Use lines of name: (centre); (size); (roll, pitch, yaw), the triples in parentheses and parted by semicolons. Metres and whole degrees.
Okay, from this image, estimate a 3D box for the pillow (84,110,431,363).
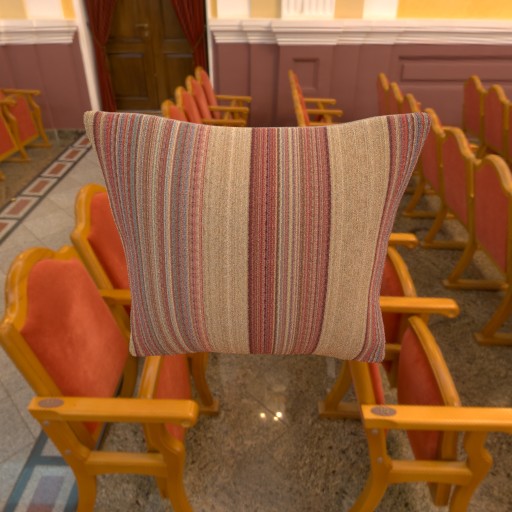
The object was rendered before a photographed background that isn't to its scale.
pillow: (0.000, 0.000, 0.654); (0.437, 0.419, 0.136); (1, 32, 2)
